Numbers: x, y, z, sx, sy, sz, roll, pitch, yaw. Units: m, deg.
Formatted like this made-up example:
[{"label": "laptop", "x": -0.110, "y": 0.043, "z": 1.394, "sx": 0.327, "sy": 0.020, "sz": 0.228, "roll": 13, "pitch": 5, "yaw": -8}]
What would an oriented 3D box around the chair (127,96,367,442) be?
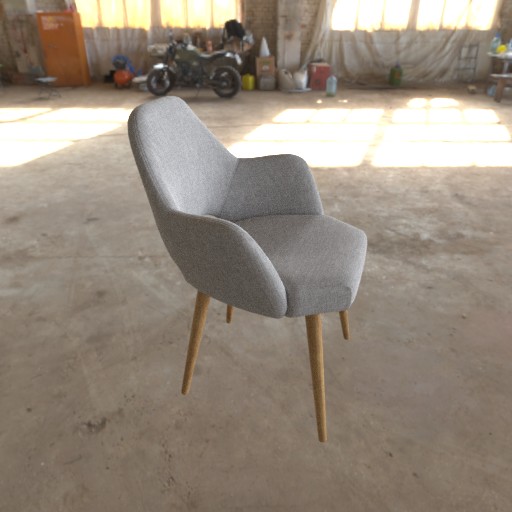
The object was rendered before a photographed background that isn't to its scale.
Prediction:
[{"label": "chair", "x": 0.000, "y": 0.000, "z": 1.293, "sx": 0.610, "sy": 0.840, "sz": 0.590, "roll": 9, "pitch": 31, "yaw": 16}]
